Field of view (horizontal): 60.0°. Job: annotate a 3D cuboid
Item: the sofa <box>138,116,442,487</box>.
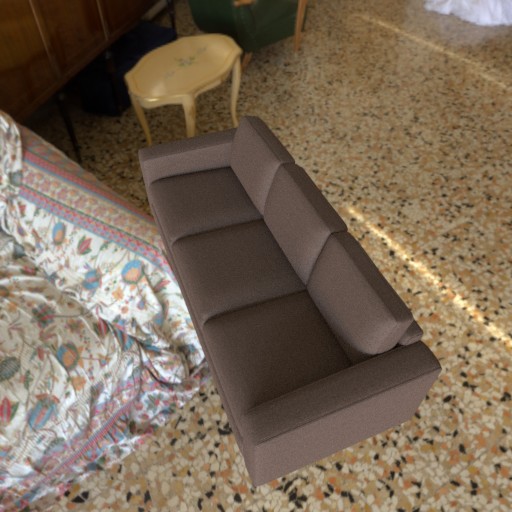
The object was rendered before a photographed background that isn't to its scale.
[{"bbox_3d":[0.000,0.000,2.601,0.900,0.806,2.160,-17,49,-15],"label":"sofa"}]
